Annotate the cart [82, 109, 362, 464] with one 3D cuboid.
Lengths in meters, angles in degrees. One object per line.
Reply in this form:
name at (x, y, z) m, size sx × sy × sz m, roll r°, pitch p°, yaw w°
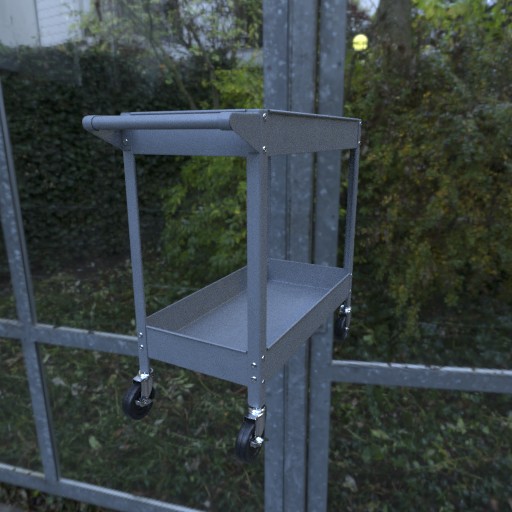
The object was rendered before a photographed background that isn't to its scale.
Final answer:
cart at (0.000, 0.000, 1.193) m, size 0.366 × 0.719 × 0.779 m, roll 8°, pitch 17°, yaw 27°
